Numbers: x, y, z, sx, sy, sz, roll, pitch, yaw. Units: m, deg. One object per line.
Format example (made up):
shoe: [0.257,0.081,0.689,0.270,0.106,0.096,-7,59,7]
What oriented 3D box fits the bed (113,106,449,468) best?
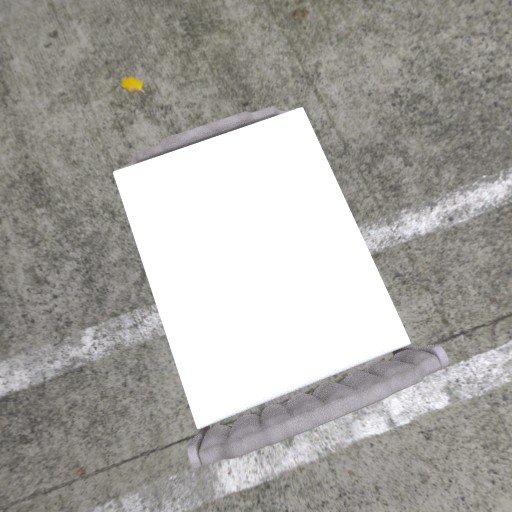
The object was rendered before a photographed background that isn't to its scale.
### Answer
bed: [0.000,0.000,3.298,1.676,1.245,2.340,-20,77,-5]
